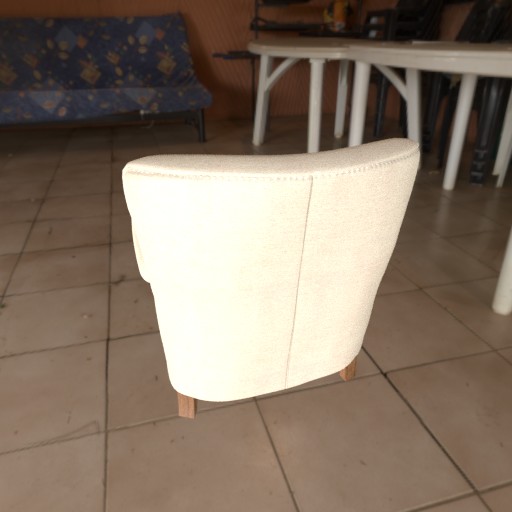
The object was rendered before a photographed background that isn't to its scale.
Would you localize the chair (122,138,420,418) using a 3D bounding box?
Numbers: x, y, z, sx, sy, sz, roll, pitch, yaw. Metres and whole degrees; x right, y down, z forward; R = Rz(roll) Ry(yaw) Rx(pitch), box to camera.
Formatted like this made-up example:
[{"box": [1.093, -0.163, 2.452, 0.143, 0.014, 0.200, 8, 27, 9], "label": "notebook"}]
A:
[{"box": [0.000, 0.000, 1.629, 0.861, 0.936, 0.921, -8, 28, -15], "label": "chair"}]
